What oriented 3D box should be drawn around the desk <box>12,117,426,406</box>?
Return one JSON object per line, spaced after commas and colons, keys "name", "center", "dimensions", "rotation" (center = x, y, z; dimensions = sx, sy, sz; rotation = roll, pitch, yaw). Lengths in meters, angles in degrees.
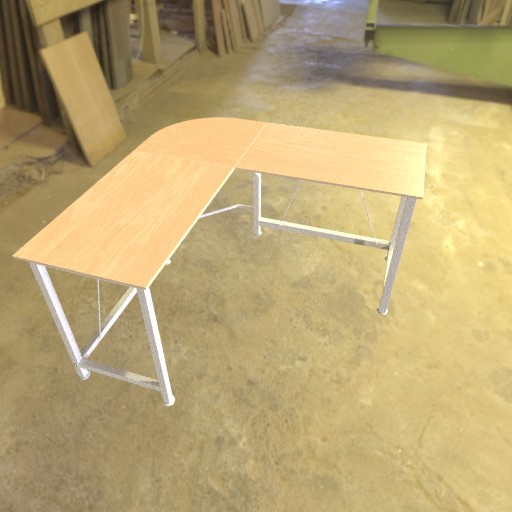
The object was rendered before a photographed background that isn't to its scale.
{"name": "desk", "center": [0.000, 0.000, 2.191], "dimensions": [1.400, 0.762, 1.400], "rotation": [12, 41, 14]}
